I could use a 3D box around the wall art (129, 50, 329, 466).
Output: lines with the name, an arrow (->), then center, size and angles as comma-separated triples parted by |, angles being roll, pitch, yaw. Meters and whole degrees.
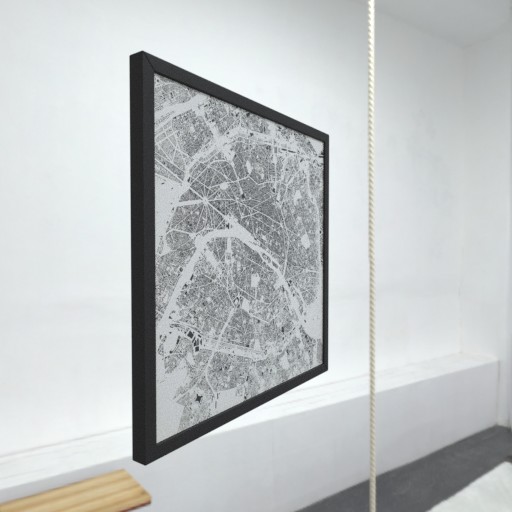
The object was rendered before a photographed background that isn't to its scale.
wall art -> 0.000, 0.000, 1.133 | 0.037, 0.763, 0.763 | 1, 2, 35
